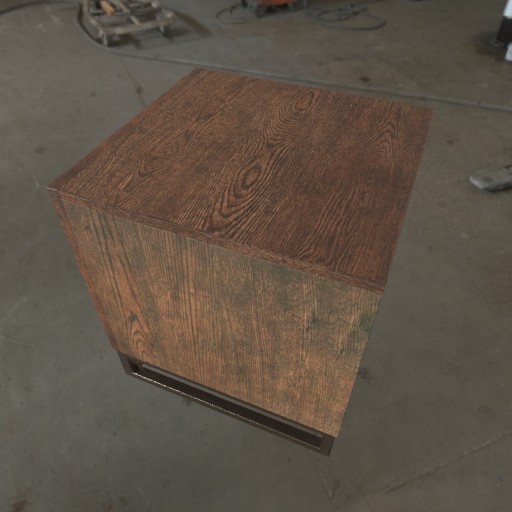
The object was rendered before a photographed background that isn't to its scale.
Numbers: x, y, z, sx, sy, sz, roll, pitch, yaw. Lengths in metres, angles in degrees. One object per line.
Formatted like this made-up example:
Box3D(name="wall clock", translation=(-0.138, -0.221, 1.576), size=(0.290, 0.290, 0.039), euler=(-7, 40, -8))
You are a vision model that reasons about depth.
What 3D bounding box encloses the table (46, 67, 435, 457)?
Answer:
Box3D(name="table", translation=(0.000, 0.000, 1.005), size=(0.566, 0.582, 0.506), euler=(16, 47, 16))
